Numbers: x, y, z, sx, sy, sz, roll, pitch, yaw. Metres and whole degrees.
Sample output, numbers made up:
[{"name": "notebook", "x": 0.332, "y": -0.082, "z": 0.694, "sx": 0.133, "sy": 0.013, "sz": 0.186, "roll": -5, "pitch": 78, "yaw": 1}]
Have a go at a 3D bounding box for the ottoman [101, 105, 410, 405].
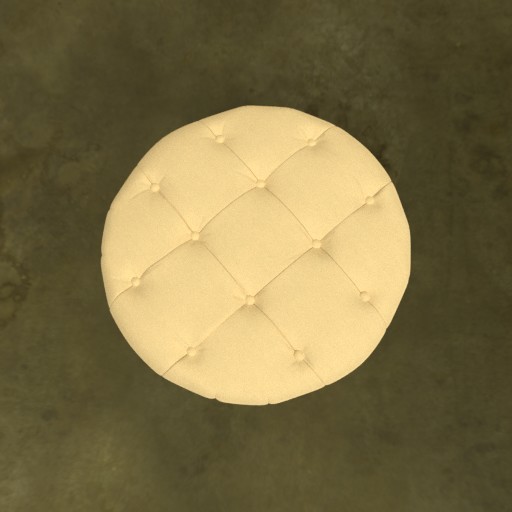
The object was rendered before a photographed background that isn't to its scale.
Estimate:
[{"name": "ottoman", "x": 0.000, "y": 0.000, "z": 1.428, "sx": 0.901, "sy": 0.439, "sz": 0.901, "roll": 0, "pitch": 76, "yaw": 0}]
